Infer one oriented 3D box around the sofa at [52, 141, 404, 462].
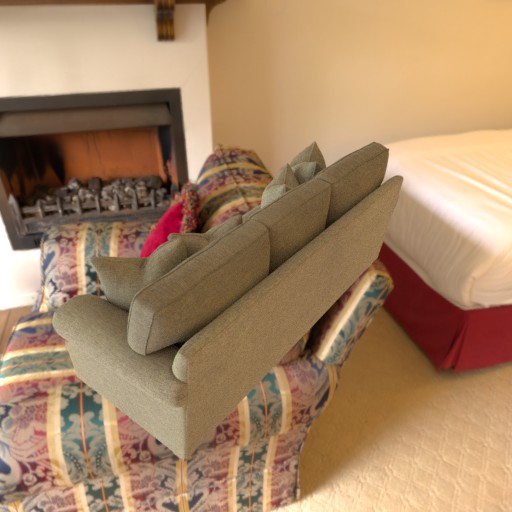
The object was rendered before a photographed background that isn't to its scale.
[{"bbox_3d":[0.000,0.000,2.743,0.965,0.975,2.312,22,39,30],"label":"sofa"}]
